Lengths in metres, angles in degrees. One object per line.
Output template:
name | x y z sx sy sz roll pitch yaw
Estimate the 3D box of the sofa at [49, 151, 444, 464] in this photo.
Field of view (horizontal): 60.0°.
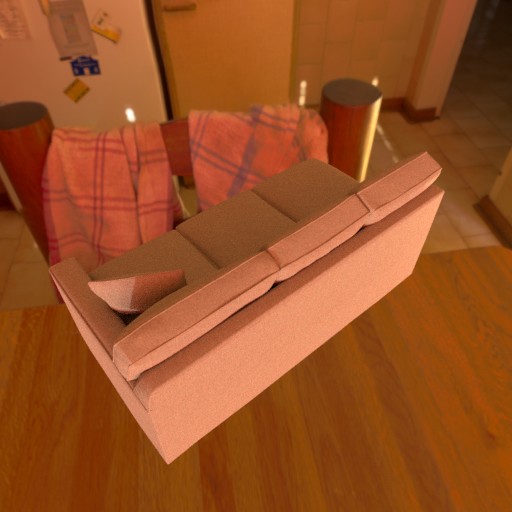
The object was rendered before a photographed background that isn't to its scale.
sofa | 0.000 0.000 2.549 1.963 0.946 1.034 -31 54 -26
